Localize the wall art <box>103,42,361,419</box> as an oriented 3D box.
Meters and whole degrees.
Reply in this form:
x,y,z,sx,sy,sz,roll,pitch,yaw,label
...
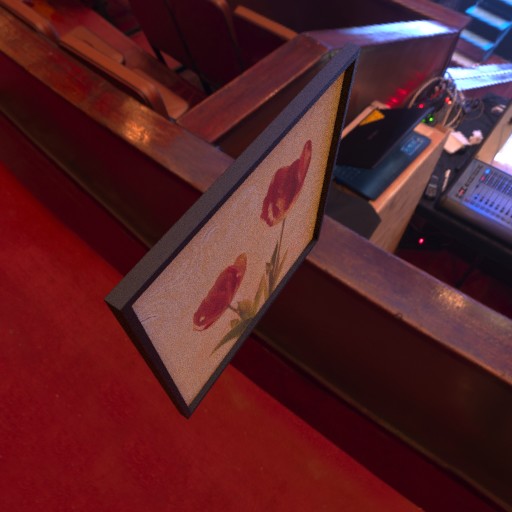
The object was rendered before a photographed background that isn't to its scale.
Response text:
x,y,z,sx,sy,sz,roll,pitch,yaw,label
0.000,0.000,1.200,0.043,0.807,0.805,30,63,17,wall art
